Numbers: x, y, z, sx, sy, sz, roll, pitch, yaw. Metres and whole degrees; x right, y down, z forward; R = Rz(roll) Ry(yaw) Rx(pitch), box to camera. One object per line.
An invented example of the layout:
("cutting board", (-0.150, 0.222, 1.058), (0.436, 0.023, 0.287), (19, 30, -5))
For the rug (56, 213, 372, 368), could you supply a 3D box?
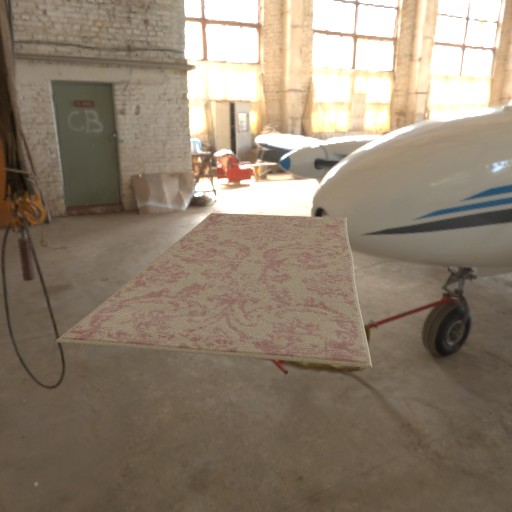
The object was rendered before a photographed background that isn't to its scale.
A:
("rug", (0.000, 0.000, 1.397), (0.604, 0.007, 1.219), (3, 18, 9))
